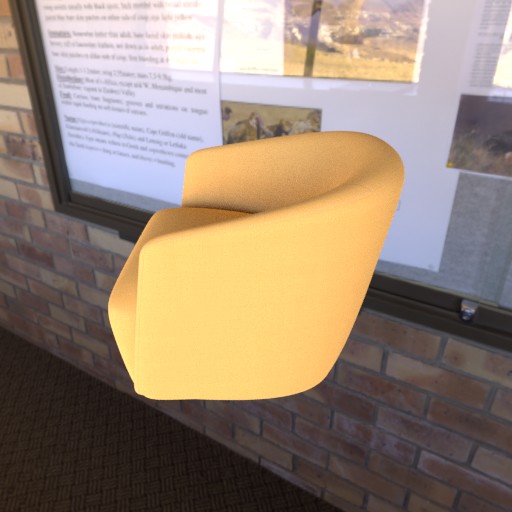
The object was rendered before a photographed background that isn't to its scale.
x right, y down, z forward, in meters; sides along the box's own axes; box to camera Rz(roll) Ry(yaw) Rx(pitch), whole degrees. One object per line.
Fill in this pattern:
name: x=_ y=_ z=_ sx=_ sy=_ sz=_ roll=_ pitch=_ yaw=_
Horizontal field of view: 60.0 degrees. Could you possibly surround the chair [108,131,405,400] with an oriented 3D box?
chair: x=0.000 y=0.000 z=1.365 sx=0.767 sy=0.698 sz=0.773 roll=0 pitch=27 yaw=0
